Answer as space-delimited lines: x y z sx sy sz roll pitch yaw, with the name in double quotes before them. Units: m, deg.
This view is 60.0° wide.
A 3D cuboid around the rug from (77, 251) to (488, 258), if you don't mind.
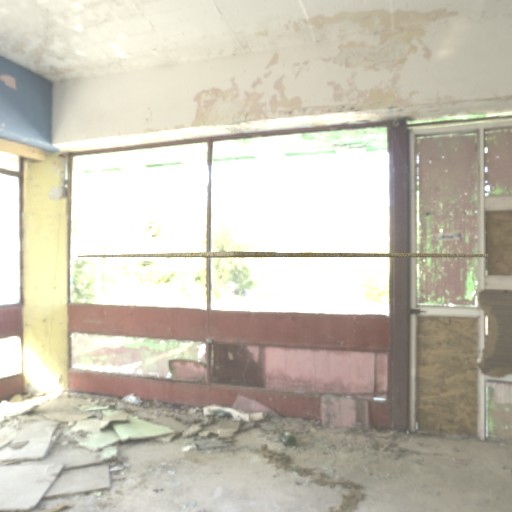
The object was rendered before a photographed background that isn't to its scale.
"rug" 0.000 0.000 4.026 2.401 0.025 3.001 0 0 -36
